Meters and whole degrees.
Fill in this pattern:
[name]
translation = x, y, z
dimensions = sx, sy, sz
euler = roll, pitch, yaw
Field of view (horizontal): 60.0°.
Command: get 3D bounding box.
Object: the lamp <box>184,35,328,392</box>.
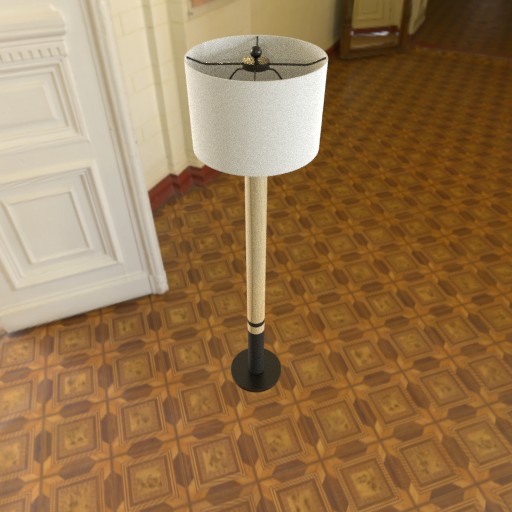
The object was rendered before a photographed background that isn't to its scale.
[lamp]
translation = 0.000, 0.000, 1.656
dimensions = 0.381, 1.478, 0.381
euler = -12, 43, -13
